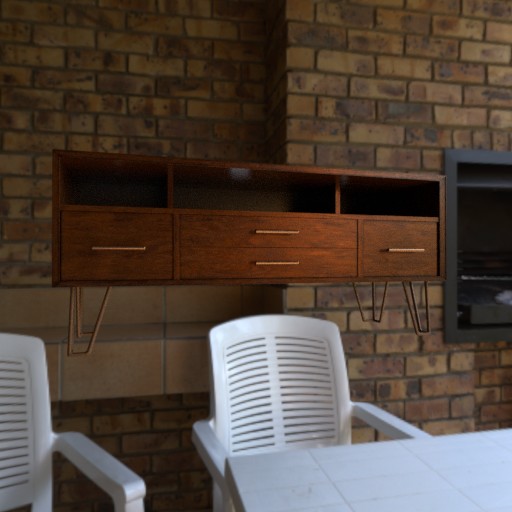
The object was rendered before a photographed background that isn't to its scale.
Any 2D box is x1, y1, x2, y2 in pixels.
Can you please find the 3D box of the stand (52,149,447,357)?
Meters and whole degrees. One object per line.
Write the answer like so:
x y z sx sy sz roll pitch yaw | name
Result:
0.000 0.000 1.697 1.372 0.610 0.481 0 0 -17 | stand
